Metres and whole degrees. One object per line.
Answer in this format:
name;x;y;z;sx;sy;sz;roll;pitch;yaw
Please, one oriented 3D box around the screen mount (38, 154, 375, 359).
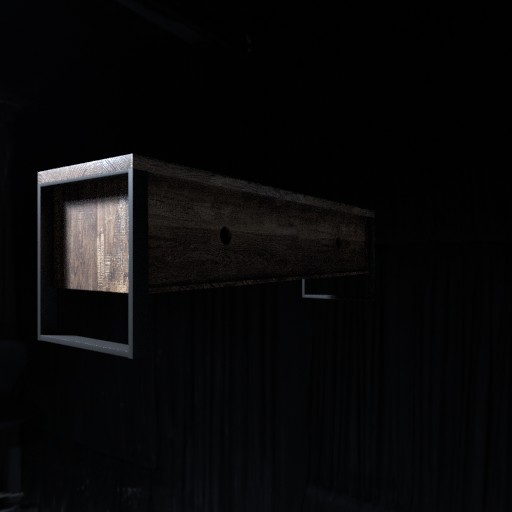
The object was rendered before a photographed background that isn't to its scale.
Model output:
screen mount;0.000;0.000;1.713;0.395;0.450;1.524;0;0;35
